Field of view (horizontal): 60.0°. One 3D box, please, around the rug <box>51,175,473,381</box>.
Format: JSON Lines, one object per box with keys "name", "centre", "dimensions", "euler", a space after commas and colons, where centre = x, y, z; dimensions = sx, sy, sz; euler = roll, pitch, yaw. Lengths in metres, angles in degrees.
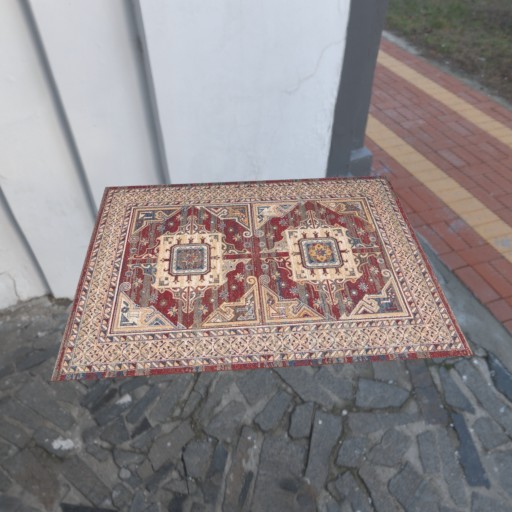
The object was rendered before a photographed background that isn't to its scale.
{"name": "rug", "centre": [0.000, 0.000, 4.176], "dimensions": [3.197, 0.013, 2.381], "euler": [-3, 45, -3]}
